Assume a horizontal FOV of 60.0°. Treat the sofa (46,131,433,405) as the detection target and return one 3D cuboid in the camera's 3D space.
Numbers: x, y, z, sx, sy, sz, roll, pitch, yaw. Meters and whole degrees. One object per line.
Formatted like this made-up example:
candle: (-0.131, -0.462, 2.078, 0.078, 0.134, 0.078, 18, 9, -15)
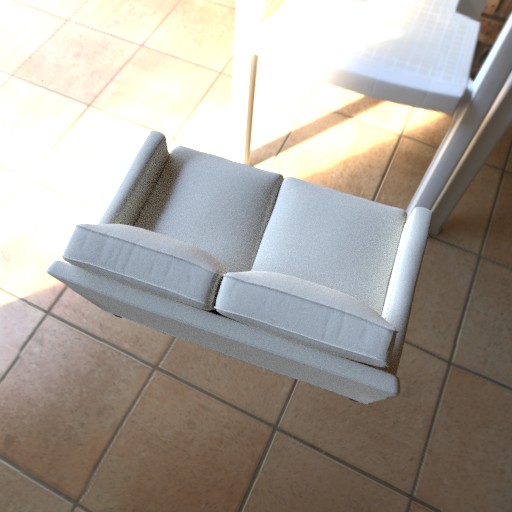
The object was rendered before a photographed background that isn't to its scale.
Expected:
sofa: (0.000, 0.000, 2.277, 1.597, 1.003, 1.084, 18, 65, 8)
